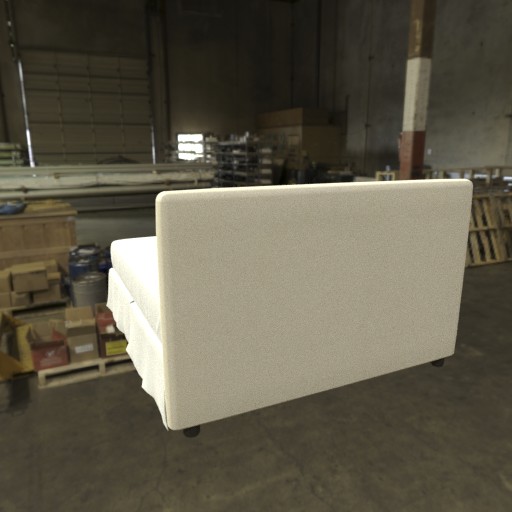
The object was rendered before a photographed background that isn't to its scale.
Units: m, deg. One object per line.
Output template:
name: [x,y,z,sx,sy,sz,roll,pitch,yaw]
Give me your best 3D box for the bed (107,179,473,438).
bed: [0.000,0.000,3.576,2.119,1.317,2.341,-6,15,-25]
